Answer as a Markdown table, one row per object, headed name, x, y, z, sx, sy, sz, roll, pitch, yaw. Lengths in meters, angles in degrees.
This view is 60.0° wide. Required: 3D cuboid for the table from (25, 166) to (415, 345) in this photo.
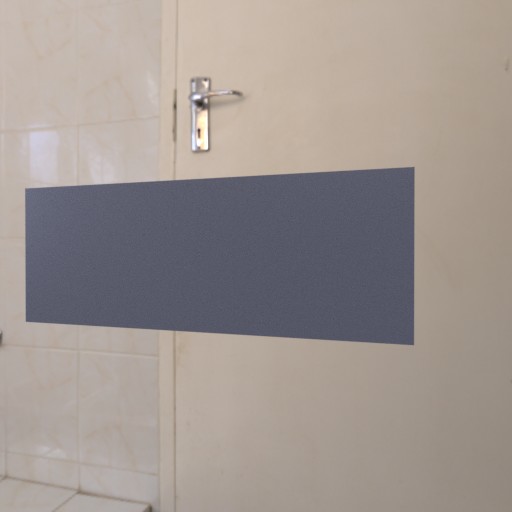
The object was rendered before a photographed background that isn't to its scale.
| name | x | y | z | sx | sy | sz | roll | pitch | yaw |
| --- | --- | --- | --- | --- | --- | --- | --- | --- | --- |
| table | 0.000 | 0.000 | 1.227 | 0.801 | 0.299 | 0.801 | 0 | 0 | 18 |
